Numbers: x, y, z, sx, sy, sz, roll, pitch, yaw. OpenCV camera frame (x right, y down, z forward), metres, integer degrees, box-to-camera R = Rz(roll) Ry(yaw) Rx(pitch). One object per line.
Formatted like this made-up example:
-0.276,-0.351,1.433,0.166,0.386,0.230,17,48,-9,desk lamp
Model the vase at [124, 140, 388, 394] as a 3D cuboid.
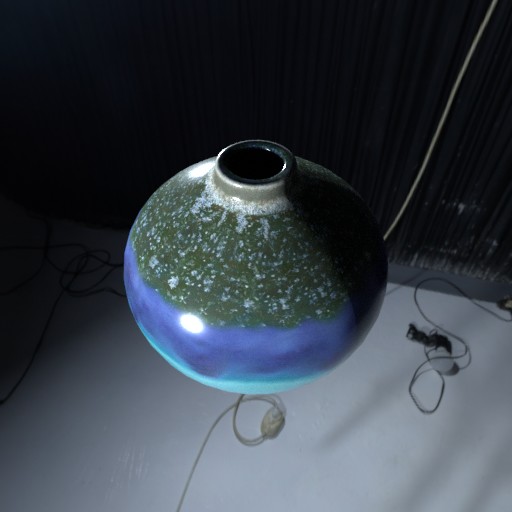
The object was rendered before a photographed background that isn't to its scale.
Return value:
0.000,0.000,0.262,0.154,0.133,0.154,0,47,0,vase
